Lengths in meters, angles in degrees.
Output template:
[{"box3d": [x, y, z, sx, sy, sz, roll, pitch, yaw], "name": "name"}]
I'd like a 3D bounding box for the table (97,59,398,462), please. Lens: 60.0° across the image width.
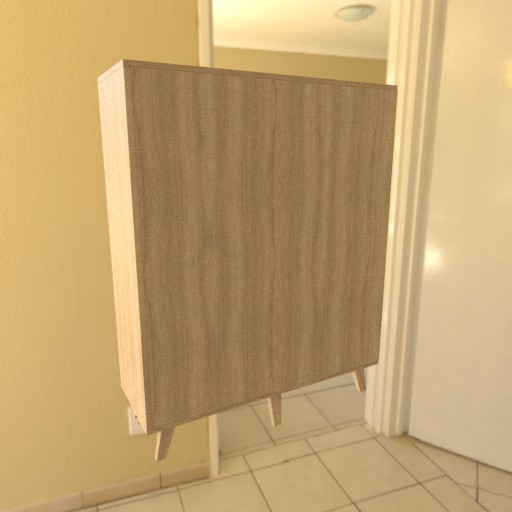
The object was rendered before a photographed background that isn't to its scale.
[{"box3d": [0.000, 0.000, 1.879, 1.111, 1.388, 0.398, -7, 15, -28], "name": "table"}]
